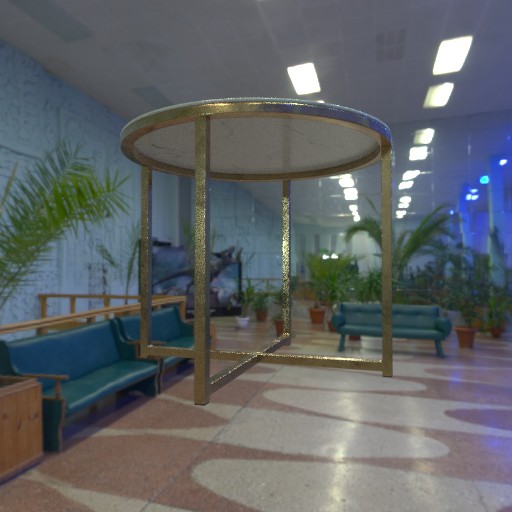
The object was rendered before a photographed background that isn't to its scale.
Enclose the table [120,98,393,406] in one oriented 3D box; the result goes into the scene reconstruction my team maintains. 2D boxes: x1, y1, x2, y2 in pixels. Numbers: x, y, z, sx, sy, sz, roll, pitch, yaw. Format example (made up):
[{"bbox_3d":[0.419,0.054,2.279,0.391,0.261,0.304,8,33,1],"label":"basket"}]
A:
[{"bbox_3d":[0.000,0.000,0.848,0.500,0.420,0.500,0,-1,0],"label":"table"}]
